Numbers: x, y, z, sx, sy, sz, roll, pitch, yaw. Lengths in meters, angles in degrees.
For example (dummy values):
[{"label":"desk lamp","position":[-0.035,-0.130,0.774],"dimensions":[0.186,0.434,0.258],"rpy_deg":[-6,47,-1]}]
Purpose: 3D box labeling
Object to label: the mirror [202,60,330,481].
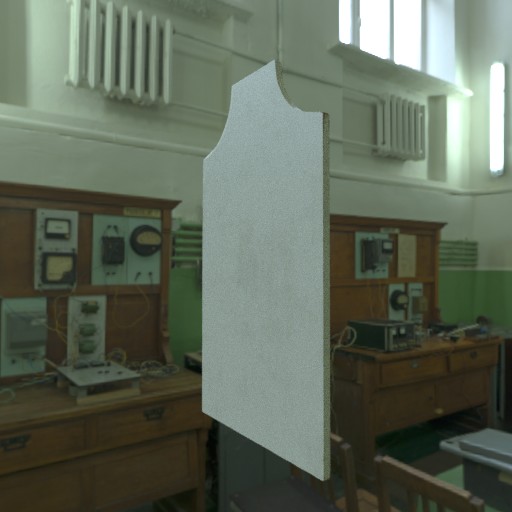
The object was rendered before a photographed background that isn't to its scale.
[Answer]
[{"label":"mirror","position":[0.000,0.000,0.875],"dimensions":[0.022,0.717,0.403],"rpy_deg":[1,-1,-35]}]
